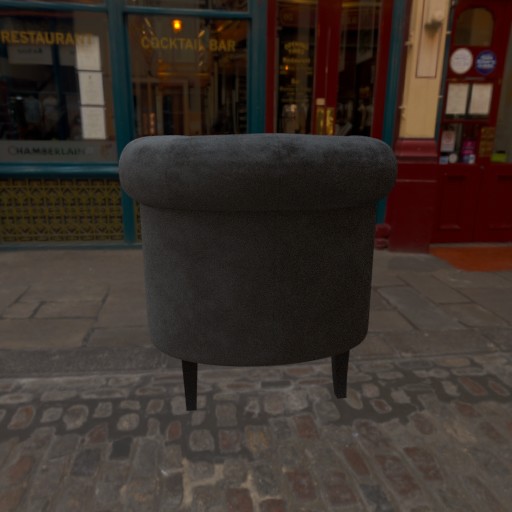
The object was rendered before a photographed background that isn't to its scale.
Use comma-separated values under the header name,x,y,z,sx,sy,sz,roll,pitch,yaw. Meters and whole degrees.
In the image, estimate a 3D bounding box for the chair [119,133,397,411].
name,x,y,z,sx,sy,sz,roll,pitch,yaw
chair,0.000,0.000,1.569,0.904,0.826,0.851,-2,15,-8
